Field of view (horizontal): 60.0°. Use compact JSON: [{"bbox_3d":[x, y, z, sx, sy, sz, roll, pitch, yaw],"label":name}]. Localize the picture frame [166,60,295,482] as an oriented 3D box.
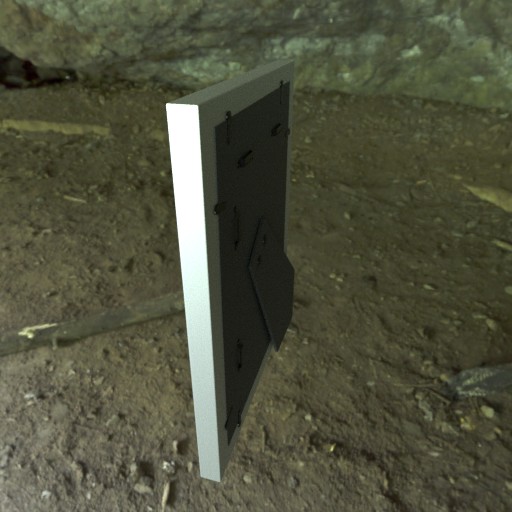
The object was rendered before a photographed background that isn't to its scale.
[{"bbox_3d":[0.000,0.000,0.509,0.036,0.386,0.307,8,30,14],"label":"picture frame"}]
